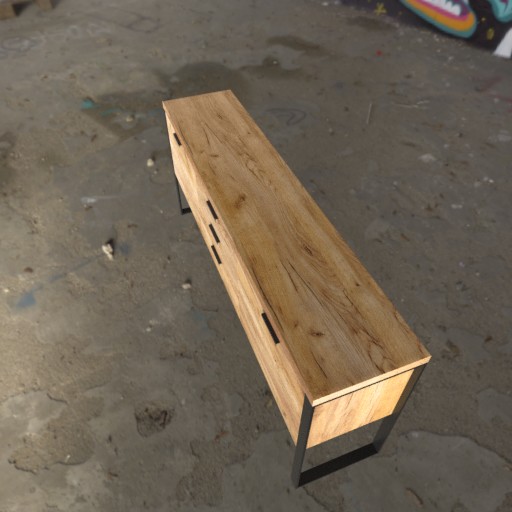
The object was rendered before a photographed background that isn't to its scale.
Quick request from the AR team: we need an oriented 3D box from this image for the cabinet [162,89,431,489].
[{"bbox_3d":[0.000,0.000,2.094,0.395,0.762,1.800,-16,48,-15],"label":"cabinet"}]
